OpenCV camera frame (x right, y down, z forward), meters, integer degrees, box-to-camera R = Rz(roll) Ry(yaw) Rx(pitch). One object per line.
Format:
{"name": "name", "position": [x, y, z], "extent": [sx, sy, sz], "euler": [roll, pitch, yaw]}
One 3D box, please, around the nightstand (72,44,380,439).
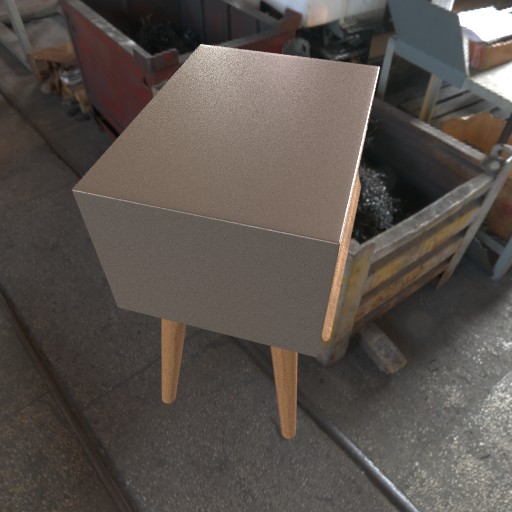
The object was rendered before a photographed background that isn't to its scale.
{"name": "nightstand", "position": [0.000, 0.000, 0.735], "extent": [0.288, 0.508, 0.370], "euler": [12, 49, 11]}
